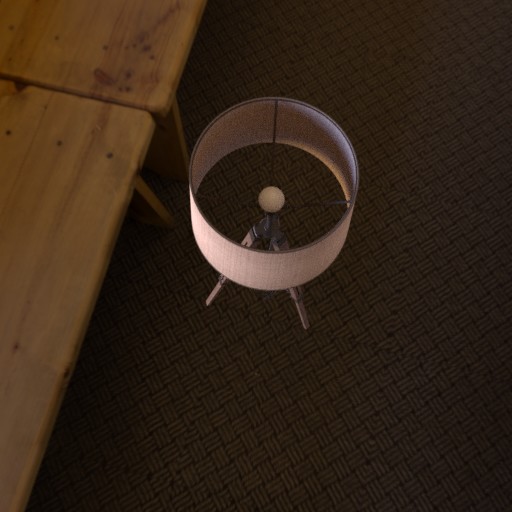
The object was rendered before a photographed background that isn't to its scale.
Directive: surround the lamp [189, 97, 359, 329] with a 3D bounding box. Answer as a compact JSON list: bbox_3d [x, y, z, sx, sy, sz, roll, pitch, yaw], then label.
[{"bbox_3d":[0.000,0.000,1.821,0.587,1.510,0.604,-17,76,-4],"label":"lamp"}]
